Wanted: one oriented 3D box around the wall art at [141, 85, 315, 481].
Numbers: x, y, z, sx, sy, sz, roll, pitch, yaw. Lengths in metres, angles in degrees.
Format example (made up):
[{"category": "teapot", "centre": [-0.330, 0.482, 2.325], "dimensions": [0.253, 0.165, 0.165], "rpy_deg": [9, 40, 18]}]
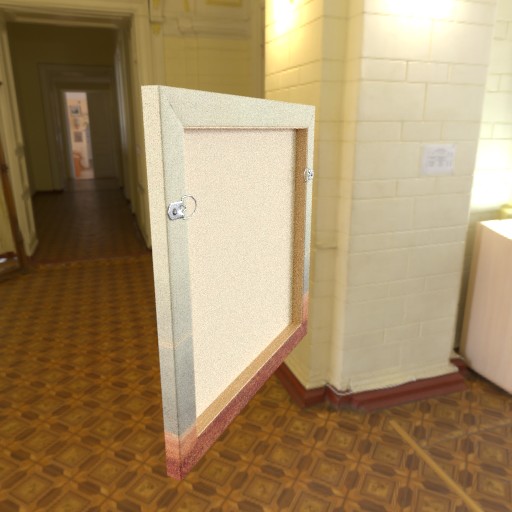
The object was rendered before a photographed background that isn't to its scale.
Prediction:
[{"category": "wall art", "centre": [0.000, 0.000, 0.606], "dimensions": [0.023, 0.405, 0.405], "rpy_deg": [8, 18, 25]}]
